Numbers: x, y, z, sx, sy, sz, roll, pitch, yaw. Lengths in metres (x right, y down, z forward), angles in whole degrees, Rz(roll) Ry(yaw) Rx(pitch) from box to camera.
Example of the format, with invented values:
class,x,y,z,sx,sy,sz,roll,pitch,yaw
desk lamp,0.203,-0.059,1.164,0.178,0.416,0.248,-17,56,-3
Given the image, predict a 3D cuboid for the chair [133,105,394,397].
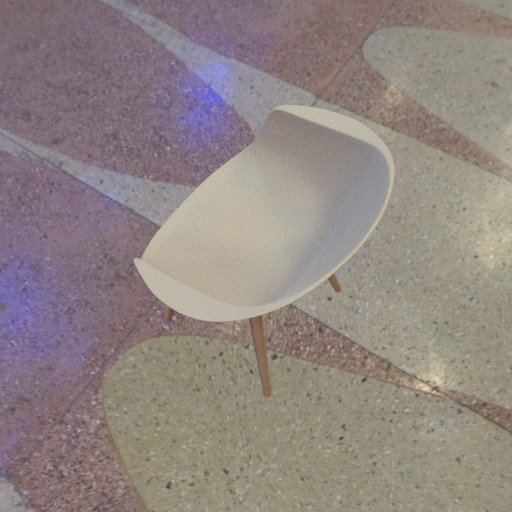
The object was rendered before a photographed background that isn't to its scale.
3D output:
class,x,y,z,sx,sy,sz,roll,pitch,yaw
chair,0.000,0.000,1.190,0.504,0.781,0.593,32,68,15
